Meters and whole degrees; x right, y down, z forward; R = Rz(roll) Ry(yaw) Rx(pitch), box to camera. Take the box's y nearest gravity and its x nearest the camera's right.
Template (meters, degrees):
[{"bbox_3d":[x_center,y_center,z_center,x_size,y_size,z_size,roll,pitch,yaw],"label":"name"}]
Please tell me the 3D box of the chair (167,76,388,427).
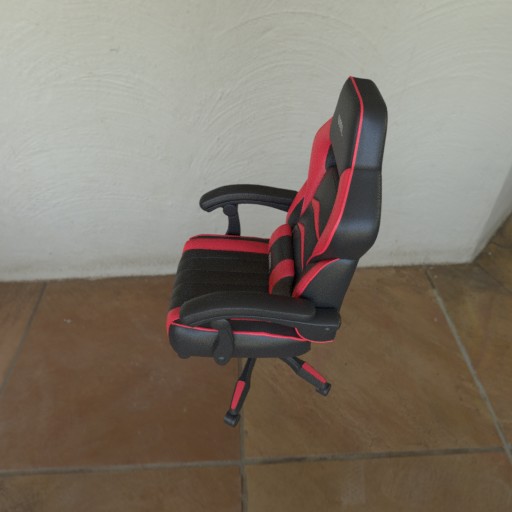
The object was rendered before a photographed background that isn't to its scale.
[{"bbox_3d":[0.000,0.000,1.601,0.700,1.220,0.700,0,42,0],"label":"chair"}]
